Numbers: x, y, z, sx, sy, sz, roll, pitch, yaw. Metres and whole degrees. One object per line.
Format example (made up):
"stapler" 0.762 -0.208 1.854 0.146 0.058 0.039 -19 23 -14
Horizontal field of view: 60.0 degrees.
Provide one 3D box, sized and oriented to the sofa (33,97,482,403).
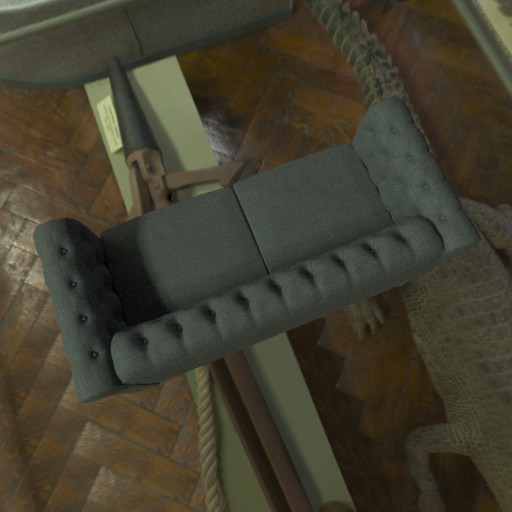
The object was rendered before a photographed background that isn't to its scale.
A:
"sofa" 0.000 0.000 2.219 1.798 0.797 0.783 -21 76 -6
